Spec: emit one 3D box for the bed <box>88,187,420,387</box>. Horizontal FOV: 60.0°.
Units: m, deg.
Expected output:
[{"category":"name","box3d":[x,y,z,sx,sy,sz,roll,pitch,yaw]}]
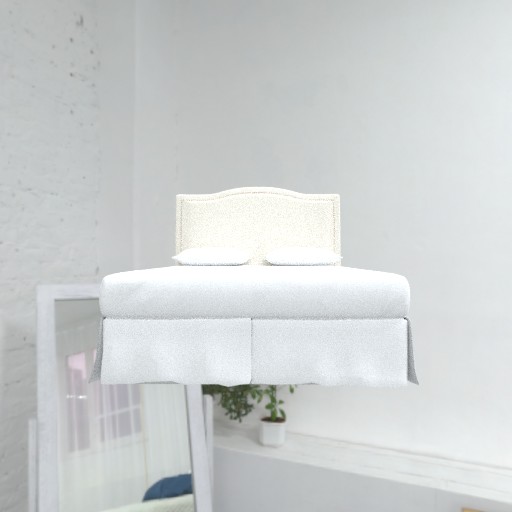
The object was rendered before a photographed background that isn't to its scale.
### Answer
[{"category":"bed","box3d":[0.000,0.000,3.527,1.821,1.436,2.282,0,0,1]}]
